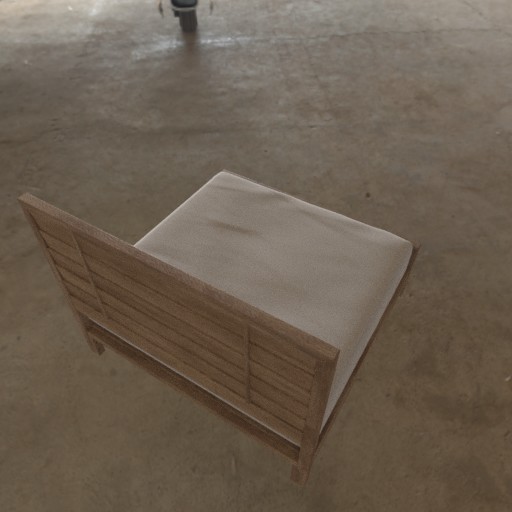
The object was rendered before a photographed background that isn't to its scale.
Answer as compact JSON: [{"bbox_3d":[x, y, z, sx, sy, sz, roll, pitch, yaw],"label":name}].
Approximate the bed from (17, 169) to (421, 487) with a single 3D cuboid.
[{"bbox_3d":[0.000,0.000,3.392,2.032,1.626,2.032,24,50,22],"label":"bed"}]
